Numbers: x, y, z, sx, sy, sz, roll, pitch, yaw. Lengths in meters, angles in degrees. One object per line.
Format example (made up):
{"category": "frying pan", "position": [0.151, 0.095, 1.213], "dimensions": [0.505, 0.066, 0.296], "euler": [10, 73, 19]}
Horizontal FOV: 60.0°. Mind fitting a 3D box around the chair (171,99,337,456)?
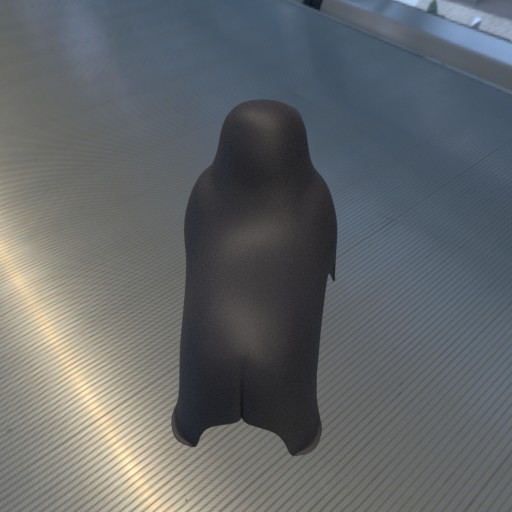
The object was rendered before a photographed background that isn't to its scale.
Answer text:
{"category": "chair", "position": [0.000, 0.000, 1.118], "dimensions": [0.490, 0.600, 0.758], "euler": [3, 47, 3]}
